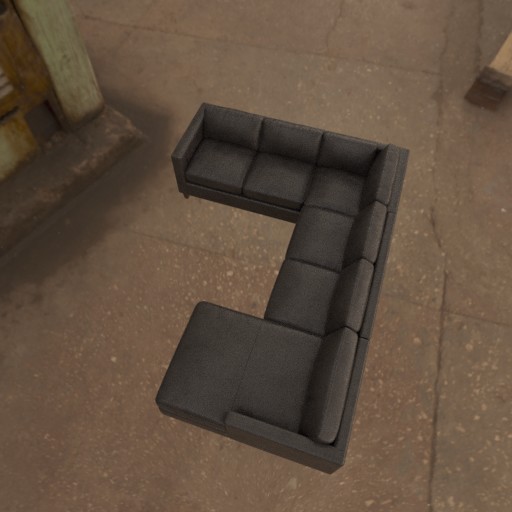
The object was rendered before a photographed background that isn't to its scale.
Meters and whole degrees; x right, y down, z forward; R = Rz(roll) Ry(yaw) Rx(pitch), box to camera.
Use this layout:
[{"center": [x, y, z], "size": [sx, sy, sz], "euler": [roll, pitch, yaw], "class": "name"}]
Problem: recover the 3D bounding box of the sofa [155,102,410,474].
[{"center": [0.000, 0.000, 4.465], "size": [2.452, 0.891, 3.324], "euler": [16, 60, 10], "class": "sofa"}]
